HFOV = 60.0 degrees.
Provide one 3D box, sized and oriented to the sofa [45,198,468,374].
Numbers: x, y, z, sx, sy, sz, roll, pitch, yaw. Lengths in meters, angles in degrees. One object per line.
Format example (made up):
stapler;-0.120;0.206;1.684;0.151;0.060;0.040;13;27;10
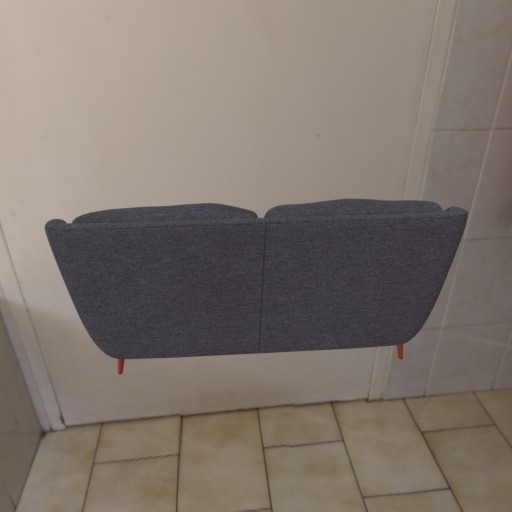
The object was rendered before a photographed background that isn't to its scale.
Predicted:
sofa;0.000;0.000;2.460;1.929;0.896;0.975;-2;30;-4
